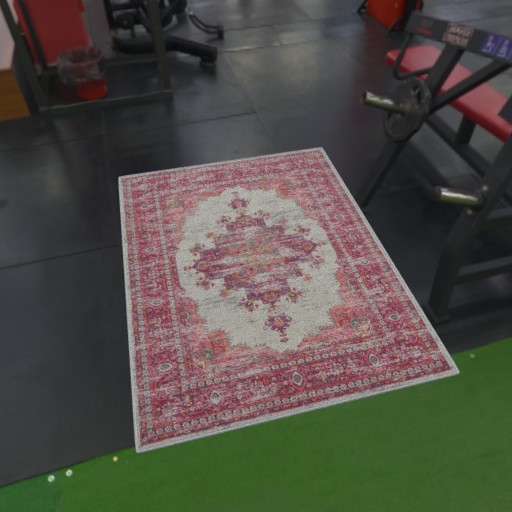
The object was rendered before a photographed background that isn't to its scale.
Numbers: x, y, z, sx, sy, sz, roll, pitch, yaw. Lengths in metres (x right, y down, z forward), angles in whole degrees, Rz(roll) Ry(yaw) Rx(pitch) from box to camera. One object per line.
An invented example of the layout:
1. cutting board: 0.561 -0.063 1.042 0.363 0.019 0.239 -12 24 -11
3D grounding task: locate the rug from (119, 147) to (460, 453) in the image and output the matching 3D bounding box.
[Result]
1. rug: 0.000 0.000 4.207 2.447 0.017 3.123 -10 48 -9
